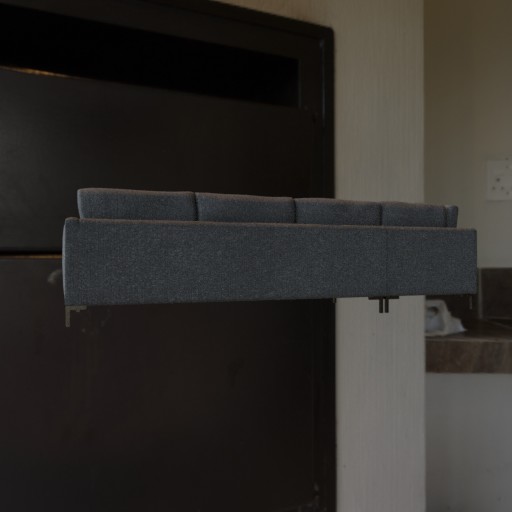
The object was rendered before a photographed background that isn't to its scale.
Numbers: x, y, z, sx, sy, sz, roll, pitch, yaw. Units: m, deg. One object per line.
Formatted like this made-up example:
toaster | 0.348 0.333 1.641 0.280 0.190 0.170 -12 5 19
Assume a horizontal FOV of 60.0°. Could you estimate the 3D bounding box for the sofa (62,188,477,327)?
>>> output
sofa | 0.000 0.000 3.863 2.949 0.815 2.007 0 0 -18
